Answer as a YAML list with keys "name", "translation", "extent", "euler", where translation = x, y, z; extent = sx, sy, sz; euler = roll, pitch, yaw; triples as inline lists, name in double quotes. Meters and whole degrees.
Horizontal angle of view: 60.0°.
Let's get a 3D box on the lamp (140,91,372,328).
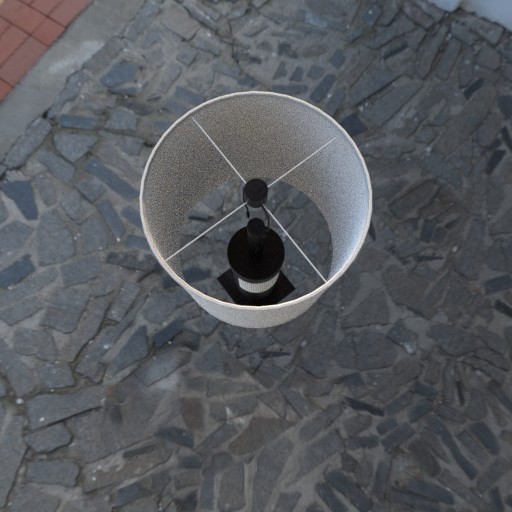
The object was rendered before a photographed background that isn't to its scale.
- name: "lamp"
  translation: [0.000, 0.000, 0.635]
  extent: [0.211, 0.509, 0.211]
  euler: [-37, 79, -8]
